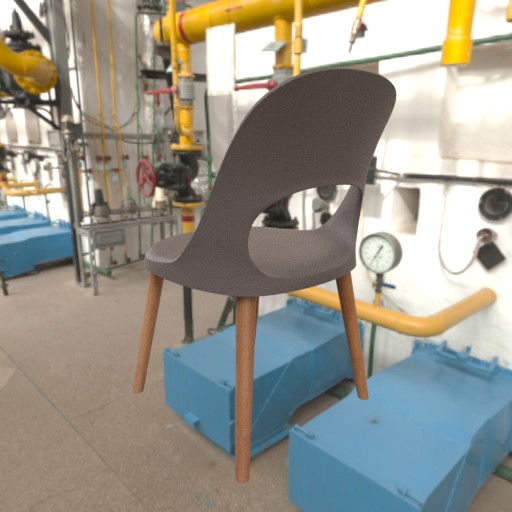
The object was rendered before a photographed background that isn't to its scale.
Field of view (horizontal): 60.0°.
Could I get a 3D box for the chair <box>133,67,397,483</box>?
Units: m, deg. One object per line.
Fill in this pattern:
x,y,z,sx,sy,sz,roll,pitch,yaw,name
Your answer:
0.000,0.000,1.084,0.470,0.794,0.556,-13,20,-41,chair
